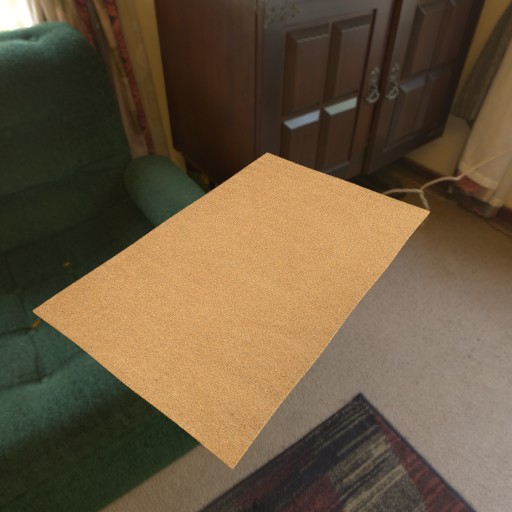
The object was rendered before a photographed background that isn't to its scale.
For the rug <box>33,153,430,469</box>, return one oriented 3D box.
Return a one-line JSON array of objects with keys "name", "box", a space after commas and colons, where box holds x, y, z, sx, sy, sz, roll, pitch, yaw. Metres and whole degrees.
[{"name": "rug", "box": [0.000, 0.000, 2.958, 1.500, 0.025, 2.346, 26, 48, 27]}]
